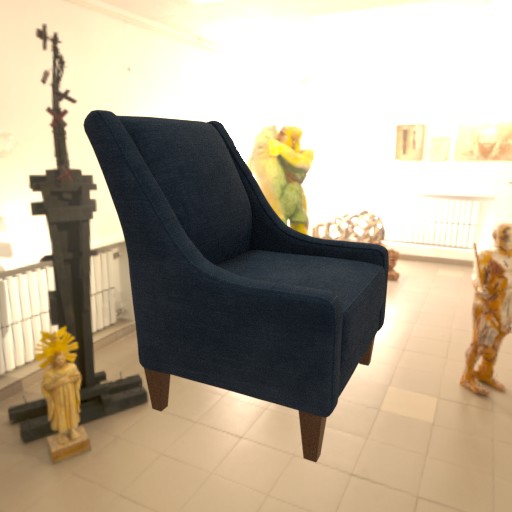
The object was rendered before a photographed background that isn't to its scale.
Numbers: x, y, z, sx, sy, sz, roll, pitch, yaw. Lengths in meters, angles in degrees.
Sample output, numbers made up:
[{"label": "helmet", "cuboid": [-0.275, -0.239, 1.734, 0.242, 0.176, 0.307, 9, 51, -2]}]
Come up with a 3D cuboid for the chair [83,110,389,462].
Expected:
[{"label": "chair", "cuboid": [0.000, 0.000, 1.648, 0.870, 1.014, 0.774, 7, 16, 26]}]
